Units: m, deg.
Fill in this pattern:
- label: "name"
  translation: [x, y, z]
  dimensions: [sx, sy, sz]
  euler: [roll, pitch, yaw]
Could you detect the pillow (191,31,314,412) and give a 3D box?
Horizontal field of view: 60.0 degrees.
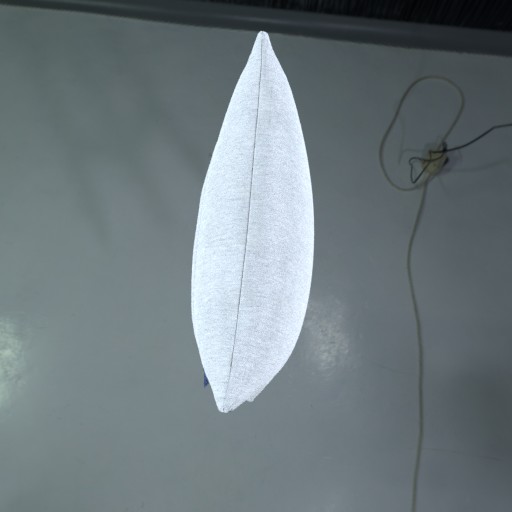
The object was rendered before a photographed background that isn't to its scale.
- label: "pillow"
  translation: [0.000, 0.000, 0.675]
  dimensions: [0.173, 0.436, 0.433]
  euler: [5, 74, 1]
